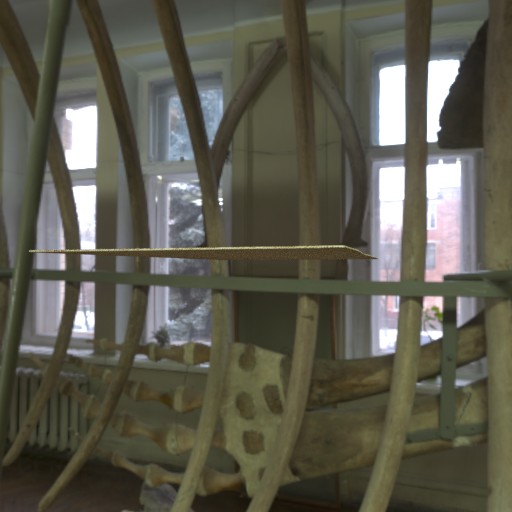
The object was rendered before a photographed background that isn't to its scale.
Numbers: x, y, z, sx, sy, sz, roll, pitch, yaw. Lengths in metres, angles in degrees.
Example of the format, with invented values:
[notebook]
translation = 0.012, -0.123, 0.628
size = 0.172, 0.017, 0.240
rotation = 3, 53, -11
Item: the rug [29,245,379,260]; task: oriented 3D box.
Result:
[rug]
translation = 0.000, 0.000, 3.075
size = 1.533, 0.011, 2.439
rotation = 0, -2, 18
